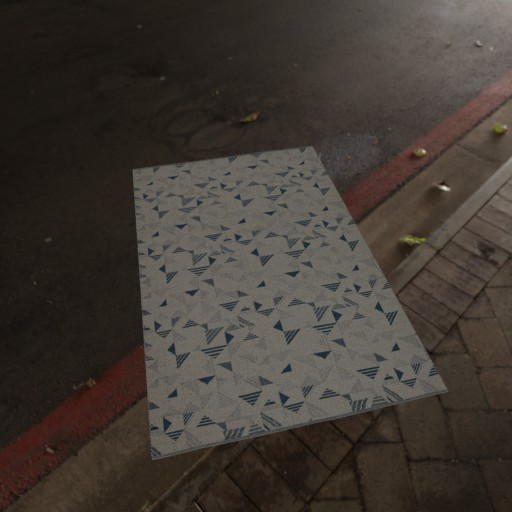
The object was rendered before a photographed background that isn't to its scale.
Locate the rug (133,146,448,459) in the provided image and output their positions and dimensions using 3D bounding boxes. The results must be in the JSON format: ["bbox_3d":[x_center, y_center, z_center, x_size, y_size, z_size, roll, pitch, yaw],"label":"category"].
[{"bbox_3d":[0.000,0.000,2.332,1.206,0.003,1.835,-10,48,-9],"label":"rug"}]
